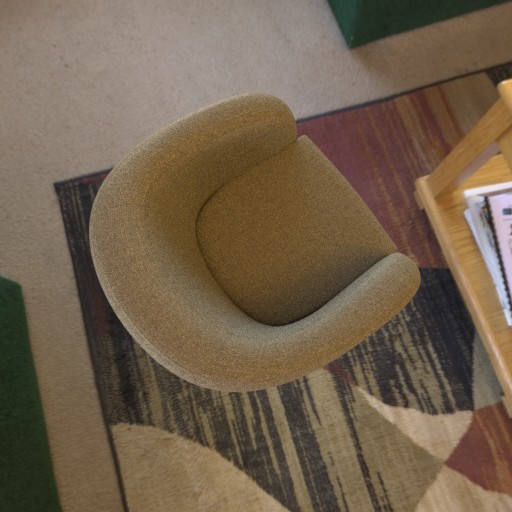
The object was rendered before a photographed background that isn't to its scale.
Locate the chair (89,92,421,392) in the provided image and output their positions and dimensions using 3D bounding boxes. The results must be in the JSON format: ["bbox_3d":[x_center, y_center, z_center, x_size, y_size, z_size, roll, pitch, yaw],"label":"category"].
[{"bbox_3d":[0.000,0.000,1.455,0.815,0.771,0.791,-34,78,-8],"label":"chair"}]
